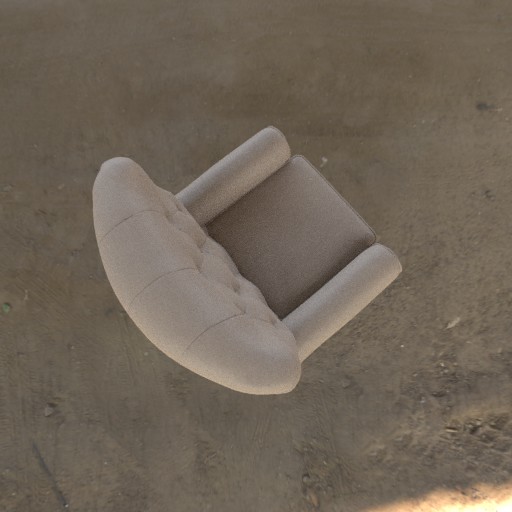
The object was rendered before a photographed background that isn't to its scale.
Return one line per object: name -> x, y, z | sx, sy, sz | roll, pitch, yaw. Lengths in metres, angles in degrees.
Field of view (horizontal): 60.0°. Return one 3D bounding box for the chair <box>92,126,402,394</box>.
chair -> 0.000, 0.000, 1.974 | 1.041, 1.138, 0.999 | -38, 79, -9
